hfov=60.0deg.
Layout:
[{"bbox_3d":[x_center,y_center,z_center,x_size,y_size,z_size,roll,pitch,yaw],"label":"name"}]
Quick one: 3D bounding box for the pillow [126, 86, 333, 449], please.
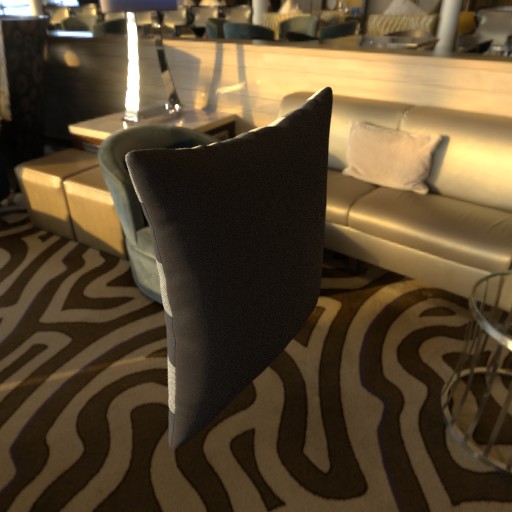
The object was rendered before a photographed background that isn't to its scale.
[{"bbox_3d":[0.000,0.000,0.797,0.161,0.509,0.511,19,35,29],"label":"pillow"}]
